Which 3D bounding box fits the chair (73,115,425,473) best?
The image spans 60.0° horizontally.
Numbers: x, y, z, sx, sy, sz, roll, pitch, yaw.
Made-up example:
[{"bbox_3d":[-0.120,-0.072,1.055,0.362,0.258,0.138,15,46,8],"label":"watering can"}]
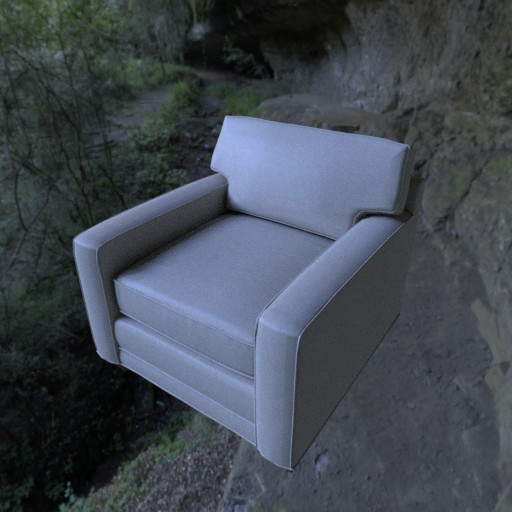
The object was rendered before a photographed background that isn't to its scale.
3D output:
[{"bbox_3d":[0.000,0.000,1.838,0.998,0.913,1.043,19,35,30],"label":"chair"}]
